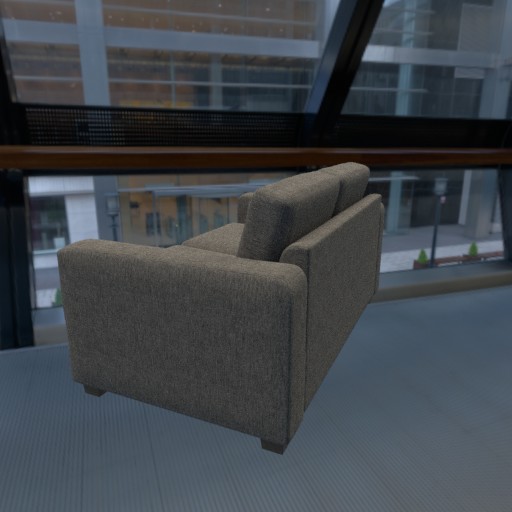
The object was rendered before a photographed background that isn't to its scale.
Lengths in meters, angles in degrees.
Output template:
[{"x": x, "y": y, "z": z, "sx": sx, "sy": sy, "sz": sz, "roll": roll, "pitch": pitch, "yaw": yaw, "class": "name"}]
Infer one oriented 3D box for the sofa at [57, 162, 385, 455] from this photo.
[{"x": 0.000, "y": 0.000, "z": 2.028, "sx": 0.900, "sy": 0.800, "sz": 1.520, "roll": 7, "pitch": 17, "yaw": 24, "class": "sofa"}]
